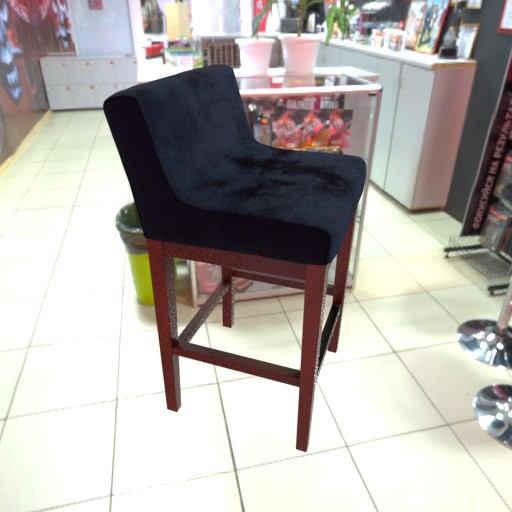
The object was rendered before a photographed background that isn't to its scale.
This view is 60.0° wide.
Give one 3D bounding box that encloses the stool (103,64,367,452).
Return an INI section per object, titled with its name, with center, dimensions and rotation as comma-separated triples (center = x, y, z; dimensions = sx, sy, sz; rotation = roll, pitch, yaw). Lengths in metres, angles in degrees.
[stool]
center = 0.000, 0.000, 1.260
dimensions = 0.516, 0.945, 0.511
rotation = 10, 32, 17
